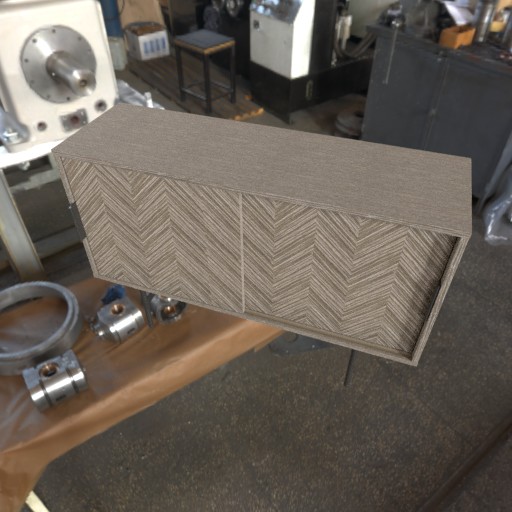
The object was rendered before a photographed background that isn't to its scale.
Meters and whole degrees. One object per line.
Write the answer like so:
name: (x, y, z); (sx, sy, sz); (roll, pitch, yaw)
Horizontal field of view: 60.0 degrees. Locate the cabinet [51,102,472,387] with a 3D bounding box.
cabinet: (0.000, 0.000, 1.567); (1.194, 0.787, 0.405); (13, 43, 15)
